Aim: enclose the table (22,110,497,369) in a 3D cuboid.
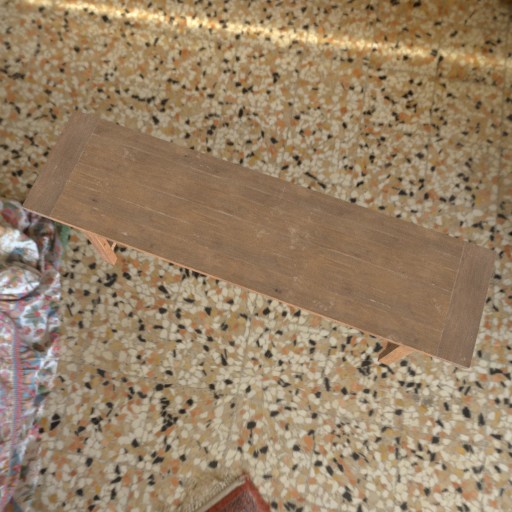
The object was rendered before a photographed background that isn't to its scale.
[{"bbox_3d":[0.000,0.000,2.115,1.800,0.810,0.465,19,76,5],"label":"table"}]
